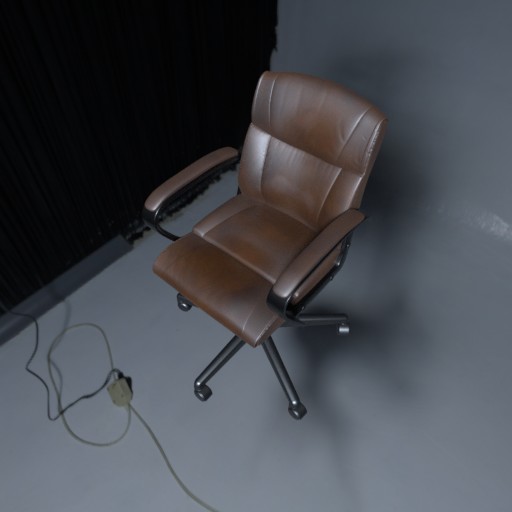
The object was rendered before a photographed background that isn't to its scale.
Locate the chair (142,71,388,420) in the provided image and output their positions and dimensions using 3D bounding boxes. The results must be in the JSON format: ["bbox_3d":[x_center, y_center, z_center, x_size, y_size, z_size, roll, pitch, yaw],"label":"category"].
[{"bbox_3d":[0.000,0.000,1.519,0.739,1.004,0.717,33,55,27],"label":"chair"}]
